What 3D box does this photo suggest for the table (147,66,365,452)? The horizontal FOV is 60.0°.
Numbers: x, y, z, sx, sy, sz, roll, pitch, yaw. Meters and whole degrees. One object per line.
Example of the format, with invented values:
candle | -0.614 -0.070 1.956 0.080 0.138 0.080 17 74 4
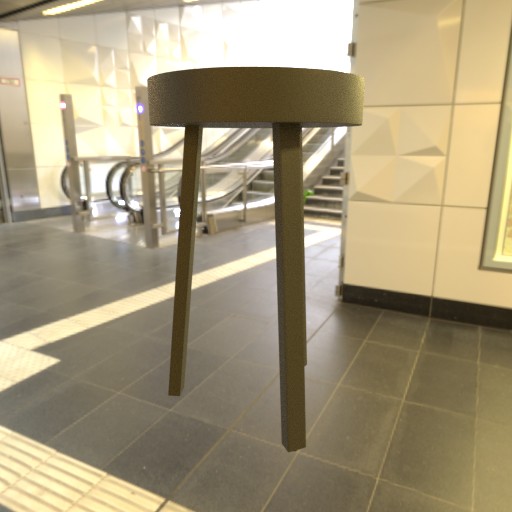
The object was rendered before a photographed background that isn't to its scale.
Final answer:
table | 0.000 0.000 0.937 0.406 0.686 0.406 2 15 7
